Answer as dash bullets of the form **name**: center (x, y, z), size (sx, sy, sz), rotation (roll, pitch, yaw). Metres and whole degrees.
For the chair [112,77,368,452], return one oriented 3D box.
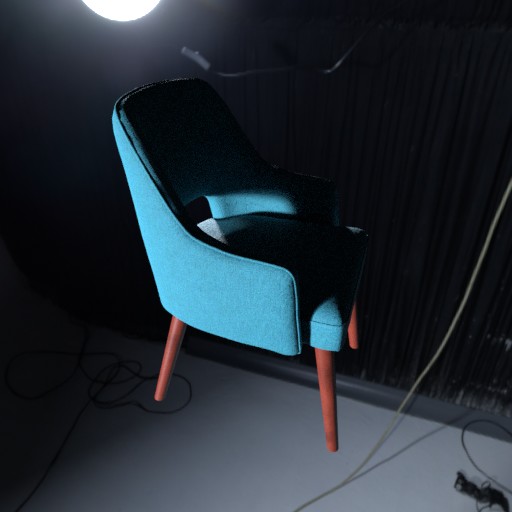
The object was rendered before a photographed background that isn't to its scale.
- **chair**: center (0.000, 0.000, 1.213), size (0.605, 0.849, 0.548), rotation (10, 33, 16)
